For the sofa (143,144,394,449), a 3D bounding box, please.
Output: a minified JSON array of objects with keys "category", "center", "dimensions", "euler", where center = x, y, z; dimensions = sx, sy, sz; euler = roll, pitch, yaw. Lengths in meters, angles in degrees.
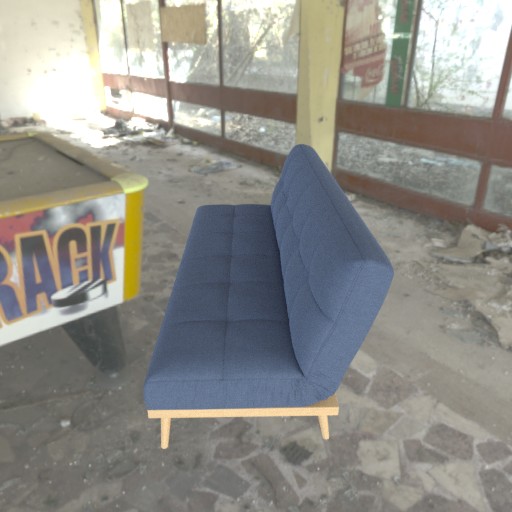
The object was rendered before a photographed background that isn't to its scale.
[{"category":"sofa","center":[0.000,0.000,2.248],"dimensions":[0.796,0.800,1.800],"euler":[-1,25,-1]}]
